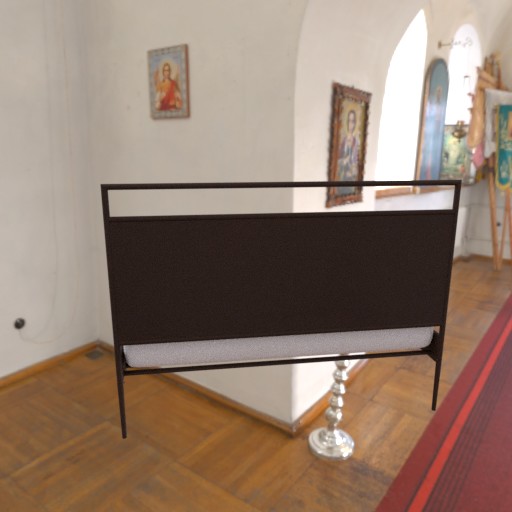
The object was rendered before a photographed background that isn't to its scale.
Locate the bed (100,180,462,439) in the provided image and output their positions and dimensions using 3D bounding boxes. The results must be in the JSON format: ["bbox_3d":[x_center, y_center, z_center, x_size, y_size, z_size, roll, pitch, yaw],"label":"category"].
[{"bbox_3d":[0.000,0.000,3.042,1.572,1.173,2.122,-2,14,-8],"label":"bed"}]
